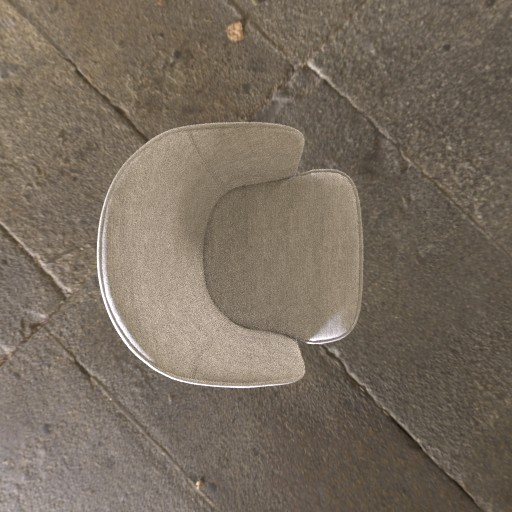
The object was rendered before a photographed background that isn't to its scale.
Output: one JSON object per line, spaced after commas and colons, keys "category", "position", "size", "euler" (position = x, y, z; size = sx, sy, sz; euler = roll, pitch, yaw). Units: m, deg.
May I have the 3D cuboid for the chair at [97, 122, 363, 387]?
{"category": "chair", "position": [0.000, 0.000, 1.144], "size": [0.530, 0.800, 0.540], "euler": [0, 89, 1]}
